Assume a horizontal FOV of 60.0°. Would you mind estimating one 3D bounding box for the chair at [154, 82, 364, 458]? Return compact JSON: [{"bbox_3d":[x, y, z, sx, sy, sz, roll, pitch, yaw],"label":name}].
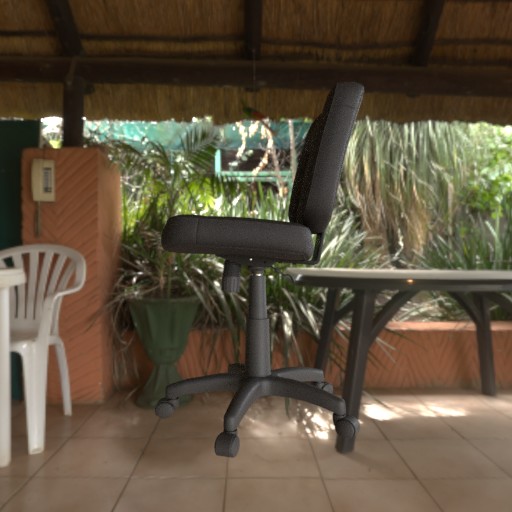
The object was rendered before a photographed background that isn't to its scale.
[{"bbox_3d":[0.000,0.000,1.352,0.610,0.972,0.610,0,0,-2],"label":"chair"}]
